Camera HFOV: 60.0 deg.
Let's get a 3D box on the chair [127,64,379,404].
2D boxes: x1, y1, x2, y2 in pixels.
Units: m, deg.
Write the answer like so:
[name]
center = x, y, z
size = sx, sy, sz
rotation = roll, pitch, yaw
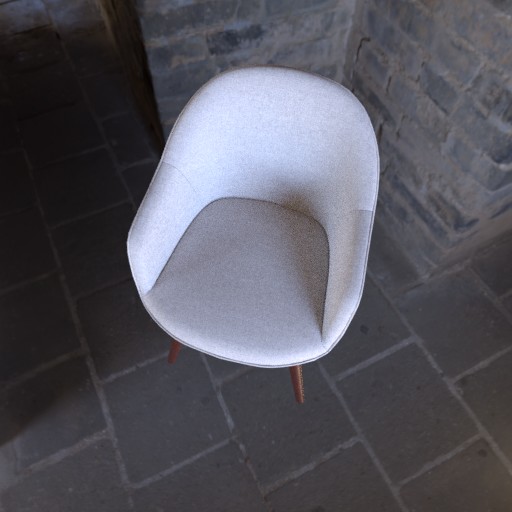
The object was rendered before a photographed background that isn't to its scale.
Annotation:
[chair]
center = 0.000, 0.000, 1.294
size = 0.596, 0.823, 0.635
rotation = 15, 60, 9
